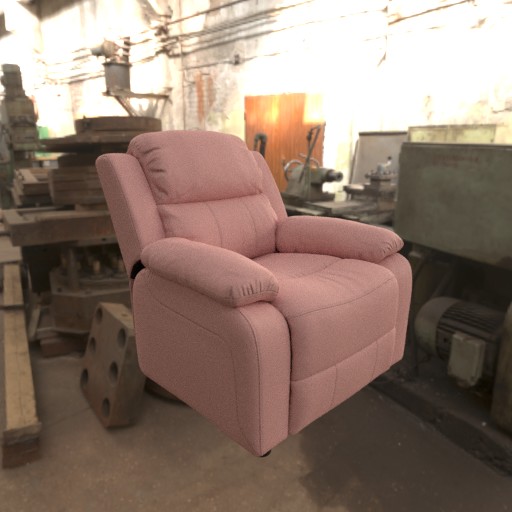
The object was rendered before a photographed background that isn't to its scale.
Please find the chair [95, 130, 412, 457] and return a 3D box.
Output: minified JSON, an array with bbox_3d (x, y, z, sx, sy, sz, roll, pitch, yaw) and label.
[{"bbox_3d":[0.000,0.000,1.267,0.680,0.702,0.709,-14,20,-43],"label":"chair"}]
